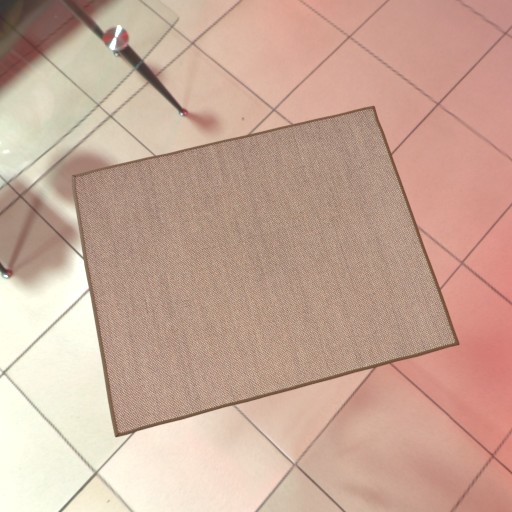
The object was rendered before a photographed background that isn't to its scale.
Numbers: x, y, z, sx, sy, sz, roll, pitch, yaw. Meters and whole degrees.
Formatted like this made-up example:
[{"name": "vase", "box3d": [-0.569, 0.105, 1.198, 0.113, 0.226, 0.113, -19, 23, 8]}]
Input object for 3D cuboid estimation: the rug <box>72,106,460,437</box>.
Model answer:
[{"name": "rug", "box3d": [0.000, 0.000, 4.019, 3.041, 0.020, 2.413, -14, 76, -4]}]
